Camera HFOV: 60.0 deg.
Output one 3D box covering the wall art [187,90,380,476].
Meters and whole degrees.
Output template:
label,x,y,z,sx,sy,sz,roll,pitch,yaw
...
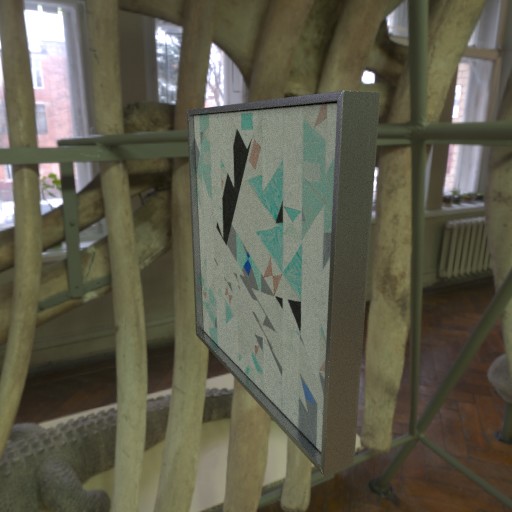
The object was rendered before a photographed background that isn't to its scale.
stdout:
label,x,y,z,sx,sy,sz,roll,pitch,yaw
wall art,0.000,0.000,0.537,0.038,0.350,0.350,-8,18,-27
